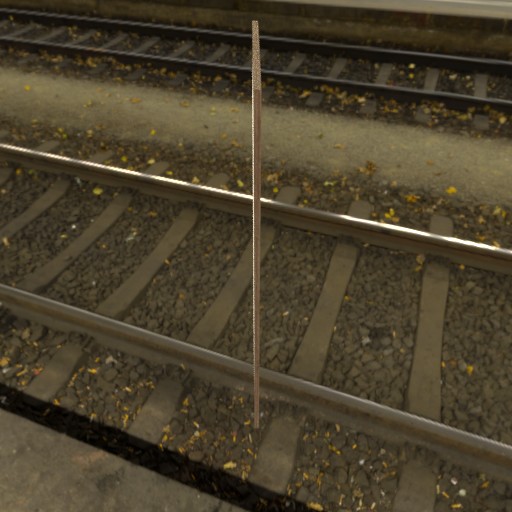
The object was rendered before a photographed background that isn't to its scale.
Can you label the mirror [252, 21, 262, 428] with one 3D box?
[{"bbox_3d":[0.000,0.000,2.307,0.025,2.032,0.812,0,41,0],"label":"mirror"}]
